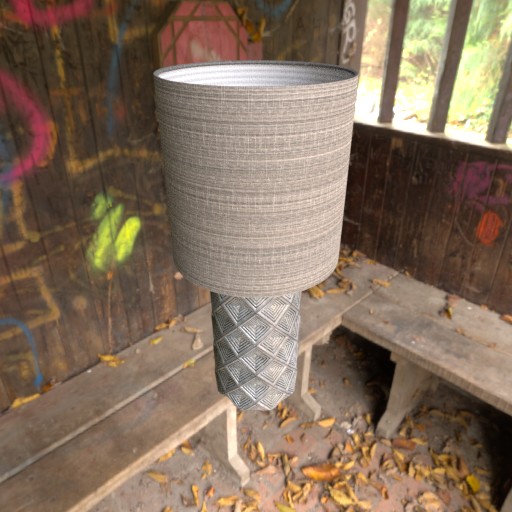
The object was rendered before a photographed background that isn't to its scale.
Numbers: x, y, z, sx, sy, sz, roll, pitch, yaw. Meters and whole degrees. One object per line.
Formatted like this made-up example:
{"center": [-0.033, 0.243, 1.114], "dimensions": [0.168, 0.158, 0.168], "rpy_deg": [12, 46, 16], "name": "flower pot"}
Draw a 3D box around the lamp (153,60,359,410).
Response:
{"center": [0.000, 0.000, 0.729], "dimensions": [0.269, 0.566, 0.268], "rpy_deg": [8, 30, 14], "name": "lamp"}
